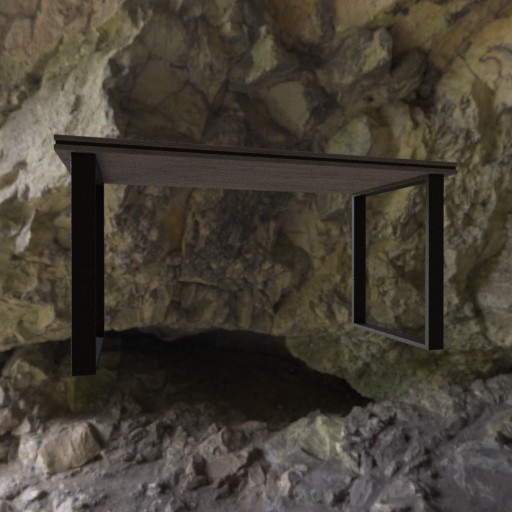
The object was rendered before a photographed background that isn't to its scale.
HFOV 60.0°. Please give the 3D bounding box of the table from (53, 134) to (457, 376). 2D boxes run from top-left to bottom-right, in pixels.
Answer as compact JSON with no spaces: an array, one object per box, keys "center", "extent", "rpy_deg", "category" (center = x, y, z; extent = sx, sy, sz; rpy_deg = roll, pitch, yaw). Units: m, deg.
[{"center":[0.000,0.000,2.255],"extent":[1.778,0.899,0.795],"rpy_deg":[0,0,-16],"category":"table"}]
